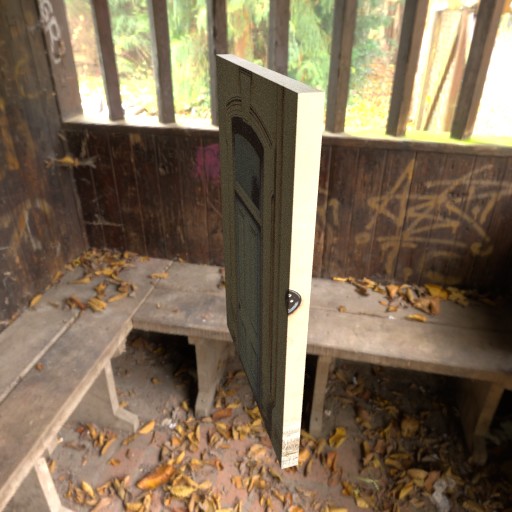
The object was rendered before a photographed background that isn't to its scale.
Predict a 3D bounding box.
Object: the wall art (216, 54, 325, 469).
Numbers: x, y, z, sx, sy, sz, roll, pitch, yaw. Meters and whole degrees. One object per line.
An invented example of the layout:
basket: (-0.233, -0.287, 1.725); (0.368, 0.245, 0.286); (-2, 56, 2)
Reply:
wall art: (0.000, 0.000, 0.973); (0.038, 0.764, 0.508); (-8, 31, -14)
